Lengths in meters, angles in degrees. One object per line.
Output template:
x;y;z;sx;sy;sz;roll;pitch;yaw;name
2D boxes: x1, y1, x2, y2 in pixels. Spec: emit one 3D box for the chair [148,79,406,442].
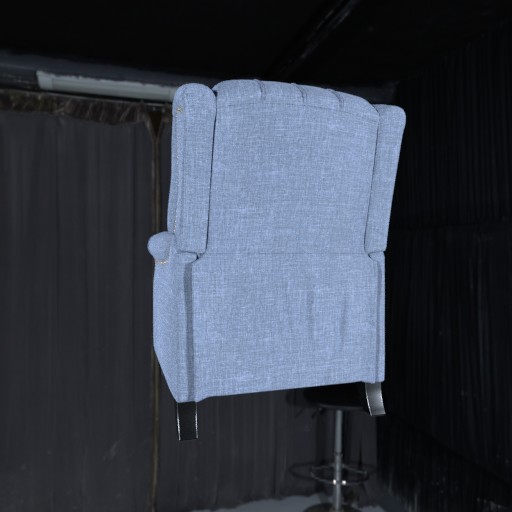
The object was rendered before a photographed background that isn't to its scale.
0.000;0.000;1.652;0.742;1.035;0.898;0;1;-18;chair
